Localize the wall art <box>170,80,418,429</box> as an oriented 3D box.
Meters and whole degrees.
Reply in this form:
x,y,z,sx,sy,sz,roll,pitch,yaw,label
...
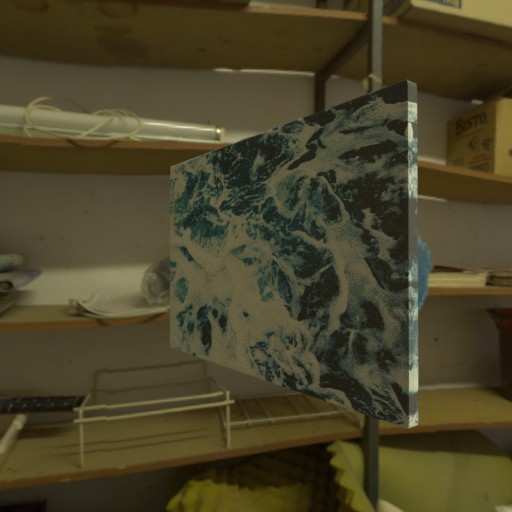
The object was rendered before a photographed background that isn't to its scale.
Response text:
x,y,z,sx,sy,sz,roll,pitch,yaw,label
0.000,0.000,1.905,0.055,1.017,1.524,0,-1,-37,wall art
